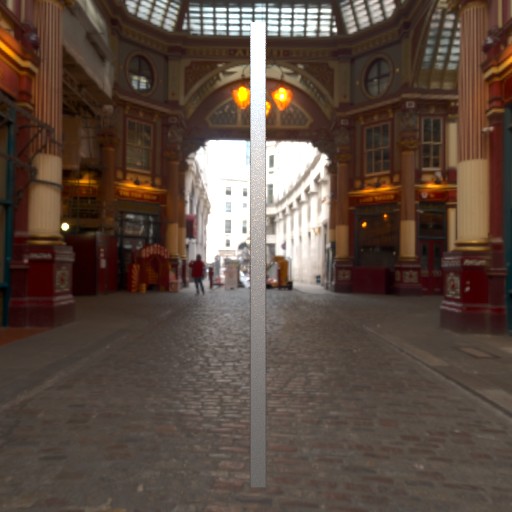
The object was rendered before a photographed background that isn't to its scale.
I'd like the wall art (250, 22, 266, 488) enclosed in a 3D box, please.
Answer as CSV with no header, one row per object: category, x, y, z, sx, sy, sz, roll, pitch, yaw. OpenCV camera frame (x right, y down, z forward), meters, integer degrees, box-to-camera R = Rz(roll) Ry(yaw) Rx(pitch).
wall art,0.000,0.000,1.410,0.037,1.062,0.801,0,-1,-1
